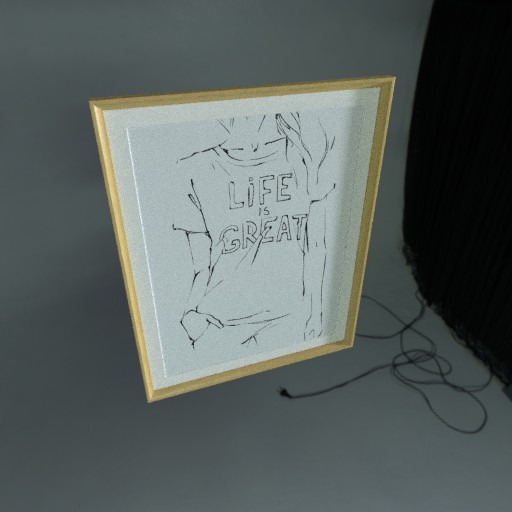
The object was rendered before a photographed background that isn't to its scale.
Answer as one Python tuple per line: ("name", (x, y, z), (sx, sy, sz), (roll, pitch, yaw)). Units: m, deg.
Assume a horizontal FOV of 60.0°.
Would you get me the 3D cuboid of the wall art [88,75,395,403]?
("wall art", (0.000, 0.000, 1.375), (0.798, 1.002, 0.030), (-11, 34, -17))
